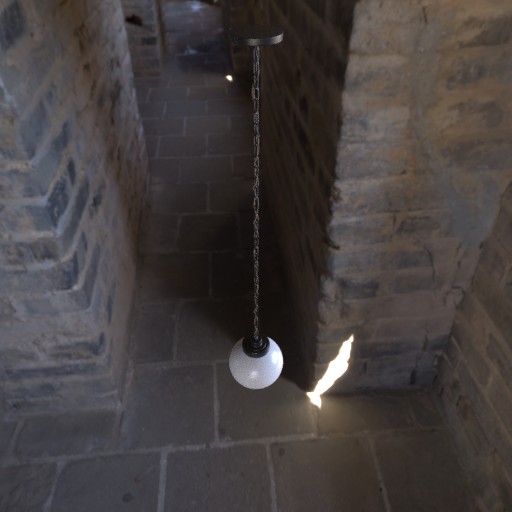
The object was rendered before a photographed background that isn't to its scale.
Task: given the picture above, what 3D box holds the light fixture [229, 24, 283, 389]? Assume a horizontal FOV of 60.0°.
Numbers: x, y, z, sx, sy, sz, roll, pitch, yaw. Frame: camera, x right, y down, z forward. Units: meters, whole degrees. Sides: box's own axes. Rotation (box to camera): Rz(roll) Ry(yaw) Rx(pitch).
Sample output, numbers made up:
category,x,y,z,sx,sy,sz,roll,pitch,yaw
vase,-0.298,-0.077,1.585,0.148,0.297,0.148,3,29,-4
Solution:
category,x,y,z,sx,sy,sz,roll,pitch,yaw
light fixture,0.000,0.000,2.007,0.304,1.867,0.305,27,47,28
